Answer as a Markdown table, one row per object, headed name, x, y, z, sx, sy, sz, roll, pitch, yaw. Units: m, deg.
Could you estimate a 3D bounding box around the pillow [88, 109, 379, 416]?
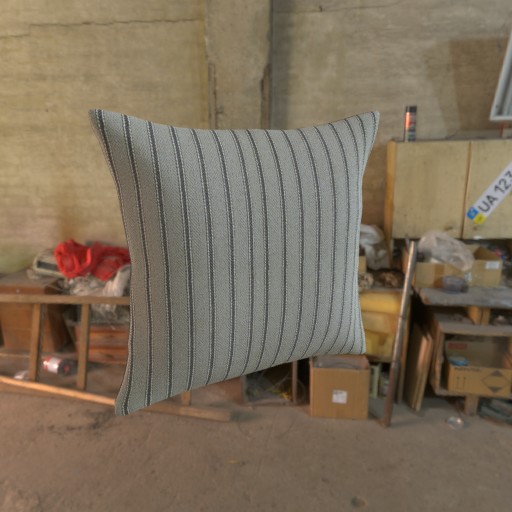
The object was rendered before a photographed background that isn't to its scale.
| name | x | y | z | sx | sy | sz | roll | pitch | yaw |
| --- | --- | --- | --- | --- | --- | --- | --- | --- | --- |
| pillow | 0.000 | 0.000 | 0.701 | 0.468 | 0.444 | 0.138 | -8 | 17 | -25 |
